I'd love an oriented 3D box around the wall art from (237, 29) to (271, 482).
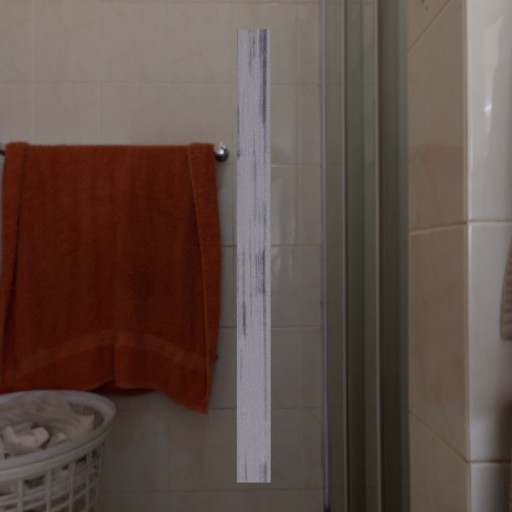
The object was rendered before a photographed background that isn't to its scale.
[{"bbox_3d":[0.000,0.000,0.747,0.038,0.506,0.506,0,0,1],"label":"wall art"}]
